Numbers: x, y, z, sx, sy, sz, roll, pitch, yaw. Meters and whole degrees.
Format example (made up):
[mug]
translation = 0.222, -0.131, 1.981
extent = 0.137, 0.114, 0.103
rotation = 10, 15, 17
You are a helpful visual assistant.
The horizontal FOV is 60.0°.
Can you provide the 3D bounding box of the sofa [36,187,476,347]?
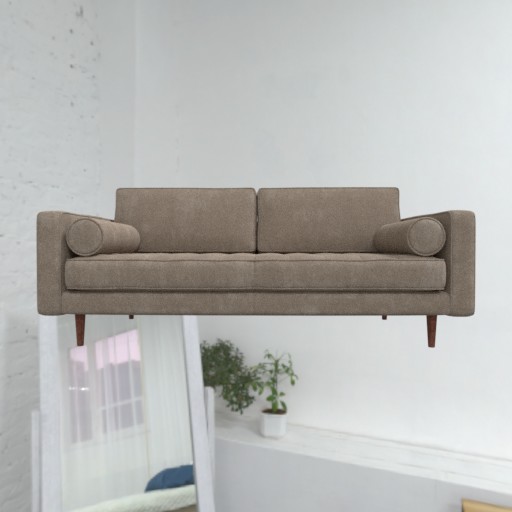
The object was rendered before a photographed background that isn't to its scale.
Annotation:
[sofa]
translation = 0.000, 0.000, 2.279
extent = 1.883, 0.769, 0.920
rotation = 0, 1, 1
